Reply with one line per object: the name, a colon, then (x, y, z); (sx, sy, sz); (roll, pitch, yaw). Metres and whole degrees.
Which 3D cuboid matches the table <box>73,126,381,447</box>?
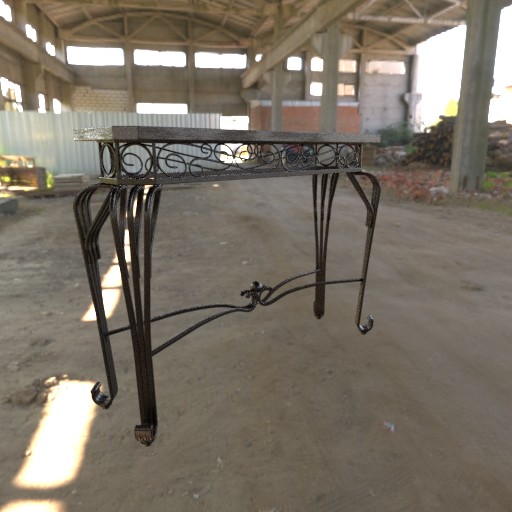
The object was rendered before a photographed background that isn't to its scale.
table: (0.000, 0.000, 1.492); (1.112, 0.800, 0.329); (-13, 19, -43)
